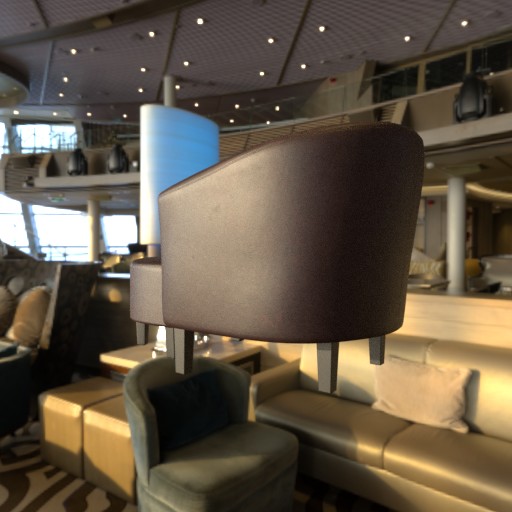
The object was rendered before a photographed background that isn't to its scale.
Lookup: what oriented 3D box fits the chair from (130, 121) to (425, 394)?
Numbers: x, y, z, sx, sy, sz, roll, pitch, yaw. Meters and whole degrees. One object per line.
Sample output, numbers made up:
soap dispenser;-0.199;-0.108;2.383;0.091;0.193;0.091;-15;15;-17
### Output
chair;0.000;0.000;1.638;1.176;0.755;0.737;1;1;37
